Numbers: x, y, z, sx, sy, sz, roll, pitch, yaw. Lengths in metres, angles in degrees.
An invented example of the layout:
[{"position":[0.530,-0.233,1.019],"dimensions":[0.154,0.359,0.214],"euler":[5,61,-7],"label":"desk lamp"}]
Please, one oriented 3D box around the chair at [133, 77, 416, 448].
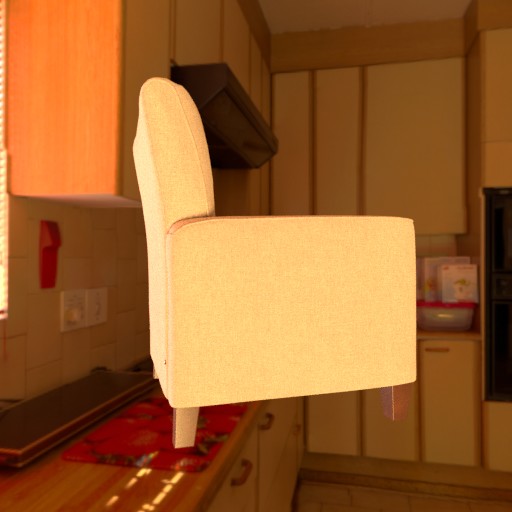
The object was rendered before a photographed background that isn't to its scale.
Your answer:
[{"position":[0.000,0.000,1.629],"dimensions":[0.859,1.023,0.845],"euler":[0,0,-17],"label":"chair"}]
